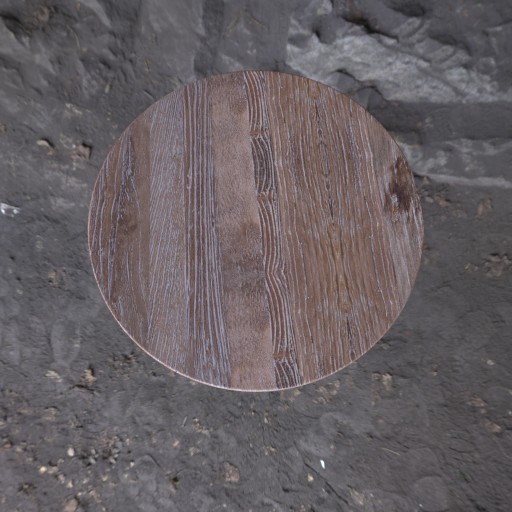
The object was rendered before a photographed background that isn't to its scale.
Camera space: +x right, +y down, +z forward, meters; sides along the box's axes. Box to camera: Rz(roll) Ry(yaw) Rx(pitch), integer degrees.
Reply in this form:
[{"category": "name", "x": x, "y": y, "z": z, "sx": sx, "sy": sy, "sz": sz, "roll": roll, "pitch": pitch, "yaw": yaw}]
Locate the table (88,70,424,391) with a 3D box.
[{"category": "table", "x": 0.000, "y": 0.000, "z": 0.902, "sx": 0.500, "sy": 0.500, "sz": 0.500, "roll": 0, "pitch": 76, "yaw": 0}]
